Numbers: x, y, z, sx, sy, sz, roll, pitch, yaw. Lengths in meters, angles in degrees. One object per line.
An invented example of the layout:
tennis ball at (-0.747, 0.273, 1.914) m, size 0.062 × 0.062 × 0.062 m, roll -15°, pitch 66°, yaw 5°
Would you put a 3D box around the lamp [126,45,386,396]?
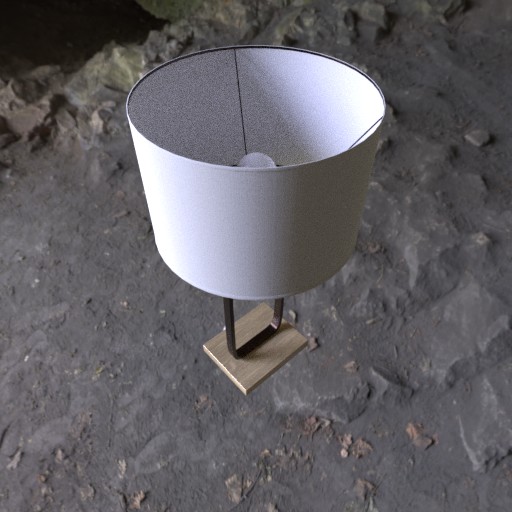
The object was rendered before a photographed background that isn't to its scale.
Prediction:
lamp at (0.000, 0.000, 0.667) m, size 0.279 × 0.508 × 0.279 m, roll -33°, pitch 54°, yaw -28°
